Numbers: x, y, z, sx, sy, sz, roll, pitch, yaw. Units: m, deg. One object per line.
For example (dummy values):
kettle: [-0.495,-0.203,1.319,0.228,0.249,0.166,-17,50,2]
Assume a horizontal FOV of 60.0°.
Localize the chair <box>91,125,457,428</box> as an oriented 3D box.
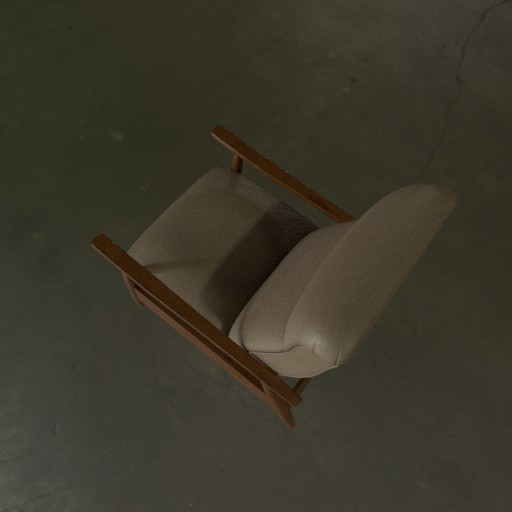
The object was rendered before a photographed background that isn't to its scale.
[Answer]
chair: [0.000,0.000,1.754,1.014,1.082,0.762,35,68,16]
